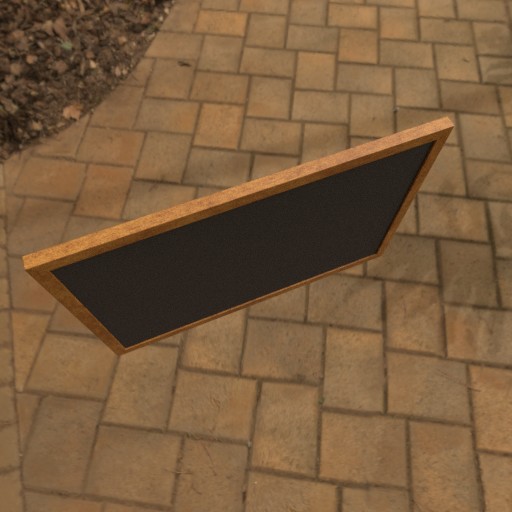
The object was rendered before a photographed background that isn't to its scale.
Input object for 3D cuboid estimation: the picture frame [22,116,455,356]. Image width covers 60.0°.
[{"bbox_3d":[0.000,0.000,1.168,0.922,0.621,0.029,-20,65,-10],"label":"picture frame"}]
